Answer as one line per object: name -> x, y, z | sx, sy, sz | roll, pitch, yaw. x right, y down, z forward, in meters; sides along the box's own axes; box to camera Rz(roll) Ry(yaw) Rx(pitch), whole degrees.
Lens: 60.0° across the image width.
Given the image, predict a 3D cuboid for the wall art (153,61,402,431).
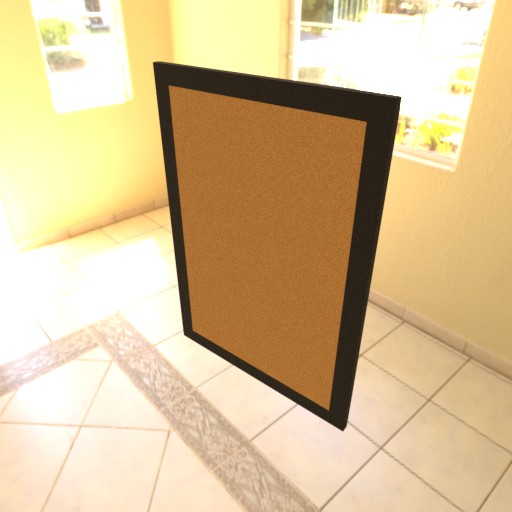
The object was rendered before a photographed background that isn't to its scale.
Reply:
wall art -> 0.000, 0.000, 0.700 | 0.380, 0.534, 0.013 | 23, 38, 32
